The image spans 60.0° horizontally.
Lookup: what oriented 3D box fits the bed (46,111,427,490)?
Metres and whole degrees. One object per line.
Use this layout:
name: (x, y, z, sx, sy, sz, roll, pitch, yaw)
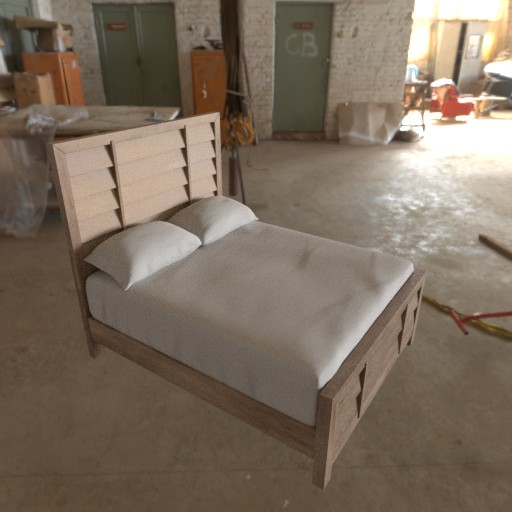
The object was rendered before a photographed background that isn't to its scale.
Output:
bed: (0.000, 0.000, 3.156, 2.017, 1.631, 1.615, 17, 31, 31)
